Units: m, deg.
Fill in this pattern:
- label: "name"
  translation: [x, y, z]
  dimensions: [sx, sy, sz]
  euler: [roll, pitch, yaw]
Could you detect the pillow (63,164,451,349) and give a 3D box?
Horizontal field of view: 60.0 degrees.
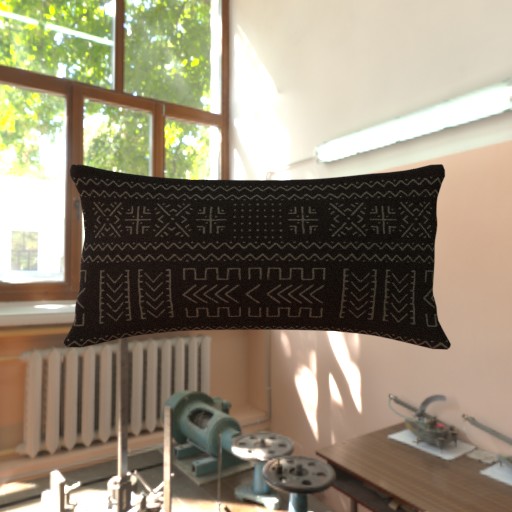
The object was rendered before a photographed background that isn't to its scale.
- label: "pillow"
  translation: [0.000, 0.000, 0.777]
  dimensions: [0.667, 0.322, 0.135]
  euler: [0, -2, 1]
